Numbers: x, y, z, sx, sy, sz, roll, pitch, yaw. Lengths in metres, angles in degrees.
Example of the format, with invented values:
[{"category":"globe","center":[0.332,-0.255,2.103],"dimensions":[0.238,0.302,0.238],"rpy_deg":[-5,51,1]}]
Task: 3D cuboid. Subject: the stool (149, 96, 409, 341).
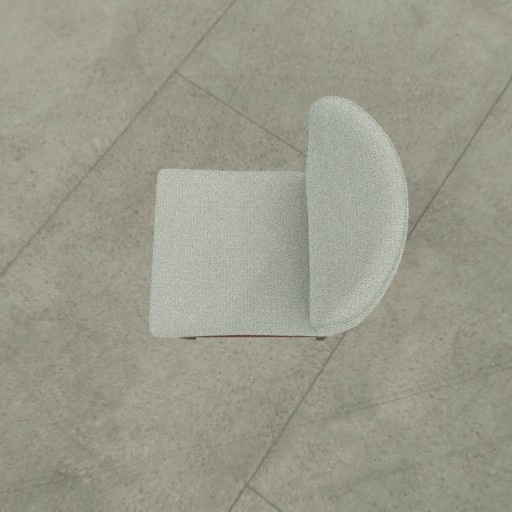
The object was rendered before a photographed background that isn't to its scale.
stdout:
[{"category":"stool","center":[0.000,0.000,1.282],"dimensions":[0.568,0.969,0.481],"rpy_deg":[0,77,0]}]
